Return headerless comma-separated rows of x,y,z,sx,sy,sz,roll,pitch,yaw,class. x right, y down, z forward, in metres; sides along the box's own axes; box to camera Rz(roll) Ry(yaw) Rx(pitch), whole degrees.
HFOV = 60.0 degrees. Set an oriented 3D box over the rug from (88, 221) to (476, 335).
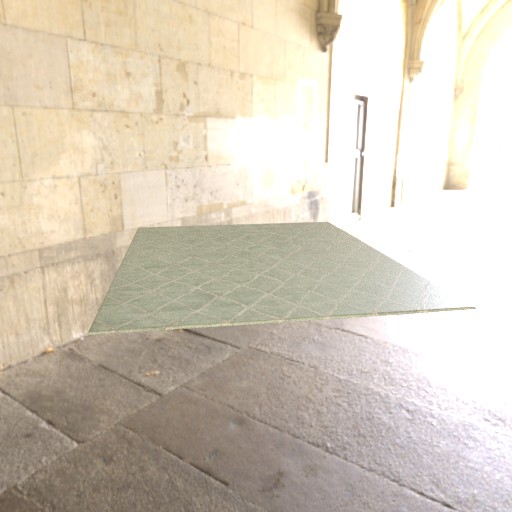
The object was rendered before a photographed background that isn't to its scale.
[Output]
0.000,0.000,4.144,2.420,0.019,3.039,-2,15,-9,rug
